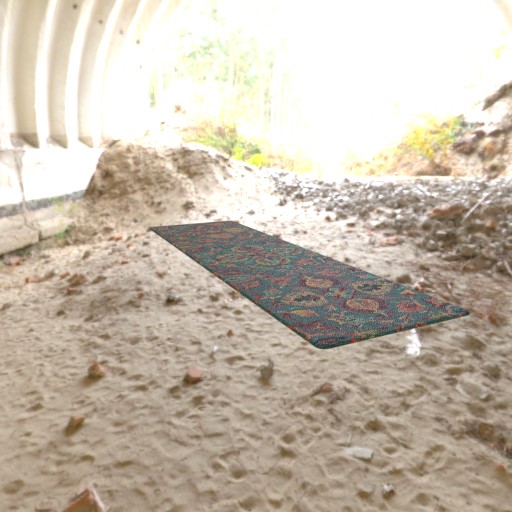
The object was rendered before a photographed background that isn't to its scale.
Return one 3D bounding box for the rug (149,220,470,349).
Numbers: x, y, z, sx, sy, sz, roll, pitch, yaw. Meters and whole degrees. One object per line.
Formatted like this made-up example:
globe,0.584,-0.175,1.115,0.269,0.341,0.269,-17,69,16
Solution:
rug,0.000,0.000,2.503,0.686,0.013,2.286,-7,16,-25
